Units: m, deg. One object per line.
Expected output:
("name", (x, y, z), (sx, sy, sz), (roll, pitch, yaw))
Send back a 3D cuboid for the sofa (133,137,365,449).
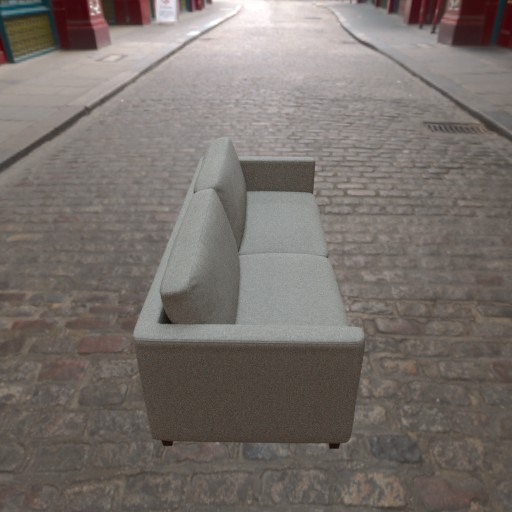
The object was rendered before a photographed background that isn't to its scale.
("sofa", (0.000, 0.000, 2.788), (0.956, 0.963, 2.208), (1, 31, 1))
